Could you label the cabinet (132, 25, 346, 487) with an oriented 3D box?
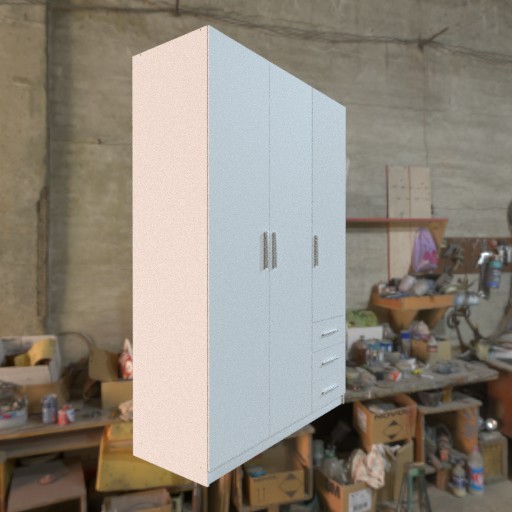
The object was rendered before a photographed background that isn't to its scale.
[{"bbox_3d":[0.000,0.000,2.488,0.510,1.910,1.290,0,0,37],"label":"cabinet"}]
